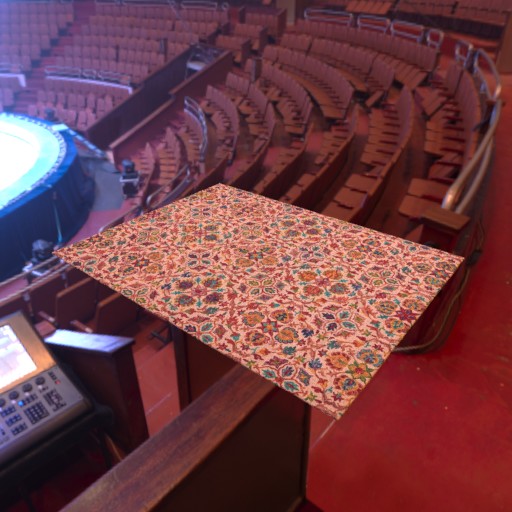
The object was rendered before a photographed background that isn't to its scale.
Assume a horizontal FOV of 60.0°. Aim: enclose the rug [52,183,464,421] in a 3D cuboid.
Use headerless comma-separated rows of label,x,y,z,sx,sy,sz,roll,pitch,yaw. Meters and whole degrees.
rug,0.000,0.000,4.325,3.215,0.020,2.446,22,37,33
